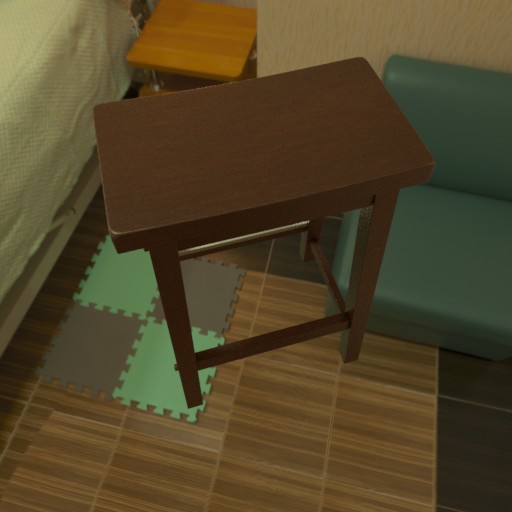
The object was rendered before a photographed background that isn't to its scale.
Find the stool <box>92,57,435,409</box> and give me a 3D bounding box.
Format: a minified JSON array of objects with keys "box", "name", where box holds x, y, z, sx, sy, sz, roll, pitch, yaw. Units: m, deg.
[{"box":[0.000,0.000,0.837,0.406,0.610,0.322,-14,59,-8],"name":"stool"}]
